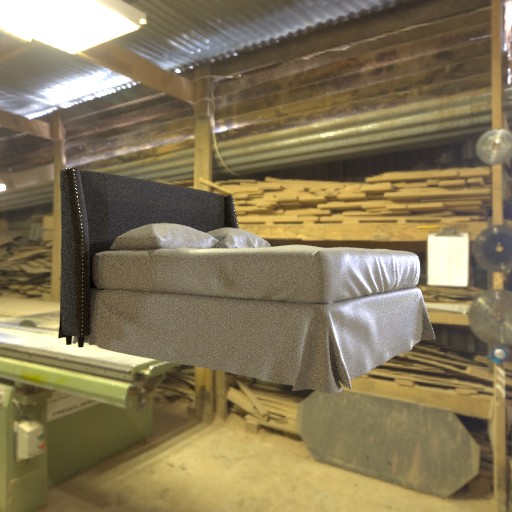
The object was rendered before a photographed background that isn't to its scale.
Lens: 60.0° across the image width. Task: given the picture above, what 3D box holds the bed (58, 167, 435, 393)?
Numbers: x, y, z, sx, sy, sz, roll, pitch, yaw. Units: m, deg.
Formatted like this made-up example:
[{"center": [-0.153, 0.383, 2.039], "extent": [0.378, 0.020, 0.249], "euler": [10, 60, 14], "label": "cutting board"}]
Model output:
[{"center": [0.000, 0.000, 3.414], "extent": [2.276, 1.332, 1.925], "euler": [0, 0, 36], "label": "bed"}]
